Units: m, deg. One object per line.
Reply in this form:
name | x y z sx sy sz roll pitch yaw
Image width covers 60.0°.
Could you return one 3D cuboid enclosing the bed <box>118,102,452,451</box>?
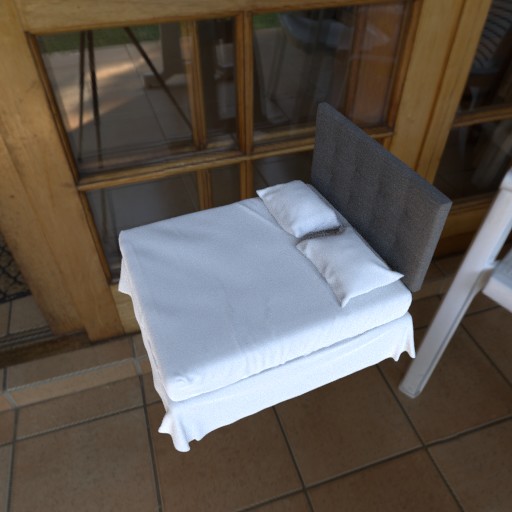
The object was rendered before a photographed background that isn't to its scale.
bed | 0.000 0.000 3.596 2.222 1.577 1.936 -17 46 -17
